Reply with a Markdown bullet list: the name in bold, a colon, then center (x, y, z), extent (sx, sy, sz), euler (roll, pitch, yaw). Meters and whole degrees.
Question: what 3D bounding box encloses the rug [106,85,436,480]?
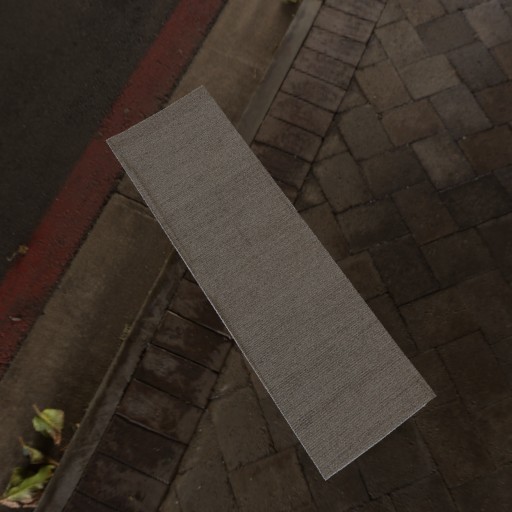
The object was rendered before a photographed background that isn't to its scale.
- **rug**: center (0.000, 0.000, 2.607), extent (0.741, 0.014, 2.390), euler (-32, 75, -9)
